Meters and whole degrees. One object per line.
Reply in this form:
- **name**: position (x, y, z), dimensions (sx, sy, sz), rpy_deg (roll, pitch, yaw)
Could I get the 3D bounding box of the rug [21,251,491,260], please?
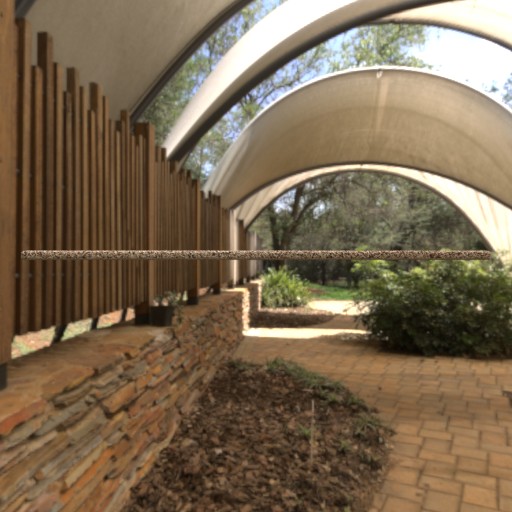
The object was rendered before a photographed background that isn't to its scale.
- **rug**: position (0.000, 0.000, 1.730), dimensions (1.524, 0.030, 0.609), rpy_deg (0, 0, 0)
